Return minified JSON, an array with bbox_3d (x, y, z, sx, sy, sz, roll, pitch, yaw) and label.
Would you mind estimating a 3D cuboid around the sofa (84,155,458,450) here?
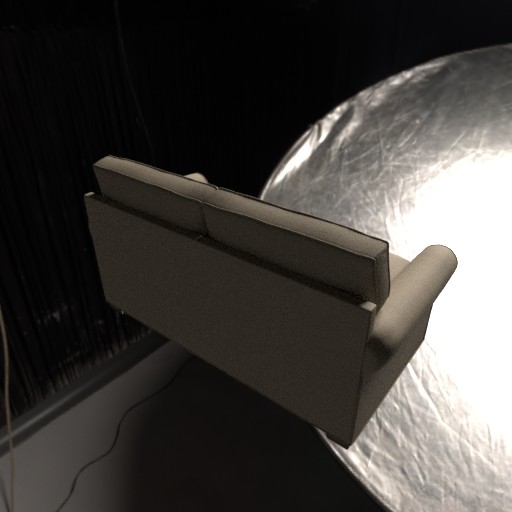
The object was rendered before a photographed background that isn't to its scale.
[{"bbox_3d":[0.000,0.000,2.307,1.774,0.933,0.861,21,37,32],"label":"sofa"}]
